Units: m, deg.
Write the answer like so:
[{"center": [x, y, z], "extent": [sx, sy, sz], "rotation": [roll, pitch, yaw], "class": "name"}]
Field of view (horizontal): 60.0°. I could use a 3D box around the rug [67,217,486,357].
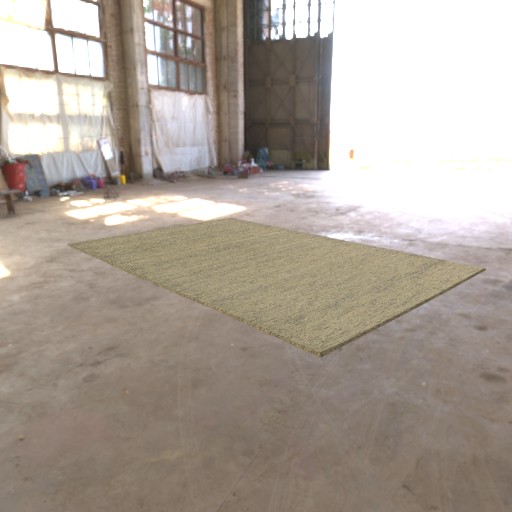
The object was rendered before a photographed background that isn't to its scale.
[{"center": [0.000, 0.000, 2.305], "extent": [1.243, 0.014, 1.846], "rotation": [-14, 21, -42], "class": "rug"}]
